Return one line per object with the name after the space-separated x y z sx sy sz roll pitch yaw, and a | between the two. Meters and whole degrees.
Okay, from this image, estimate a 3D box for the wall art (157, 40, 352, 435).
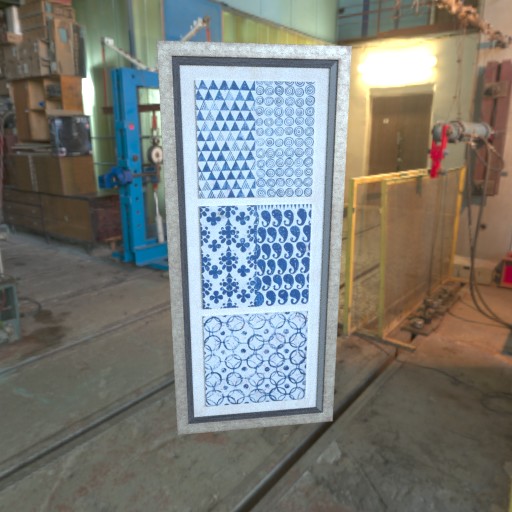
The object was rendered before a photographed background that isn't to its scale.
0.000 0.000 1.669 0.648 1.461 0.051 -2 15 -8 | wall art
